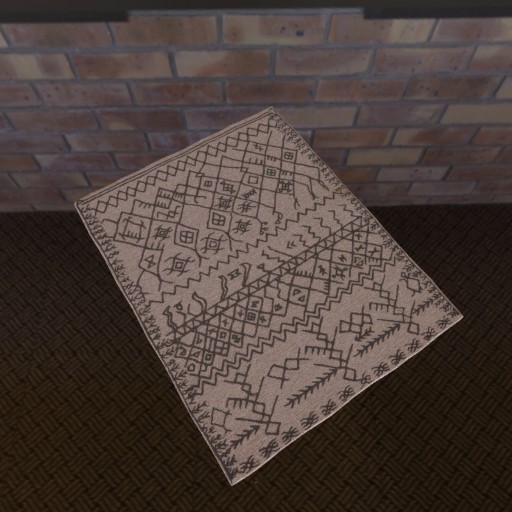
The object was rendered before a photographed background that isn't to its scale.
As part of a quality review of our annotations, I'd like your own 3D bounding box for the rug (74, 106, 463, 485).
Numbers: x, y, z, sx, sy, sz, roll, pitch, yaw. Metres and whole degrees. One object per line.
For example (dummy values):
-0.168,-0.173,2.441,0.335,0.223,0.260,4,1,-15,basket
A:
0.000,0.000,3.373,1.964,0.025,2.455,-30,67,-14,rug
